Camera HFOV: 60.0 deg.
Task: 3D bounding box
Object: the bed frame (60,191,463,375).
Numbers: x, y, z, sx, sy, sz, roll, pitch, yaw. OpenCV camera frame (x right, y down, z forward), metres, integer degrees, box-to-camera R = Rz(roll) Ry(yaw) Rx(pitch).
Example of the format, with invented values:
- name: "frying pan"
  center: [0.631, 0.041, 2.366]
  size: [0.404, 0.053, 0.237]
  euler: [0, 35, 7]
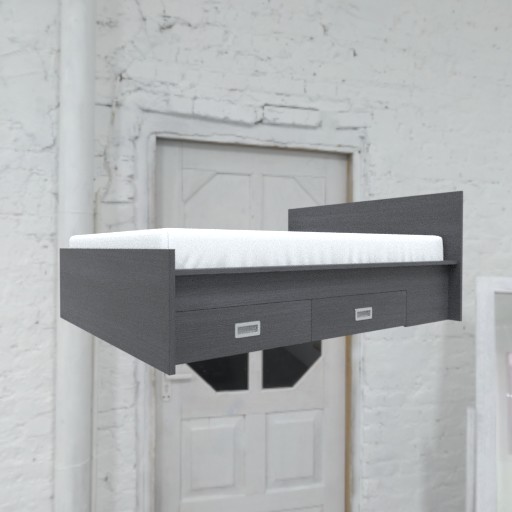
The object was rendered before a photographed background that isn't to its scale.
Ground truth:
- name: "bed frame"
  center: [0.000, 0.000, 2.796]
  size: [1.960, 0.800, 1.622]
  euler: [-1, 1, -36]
